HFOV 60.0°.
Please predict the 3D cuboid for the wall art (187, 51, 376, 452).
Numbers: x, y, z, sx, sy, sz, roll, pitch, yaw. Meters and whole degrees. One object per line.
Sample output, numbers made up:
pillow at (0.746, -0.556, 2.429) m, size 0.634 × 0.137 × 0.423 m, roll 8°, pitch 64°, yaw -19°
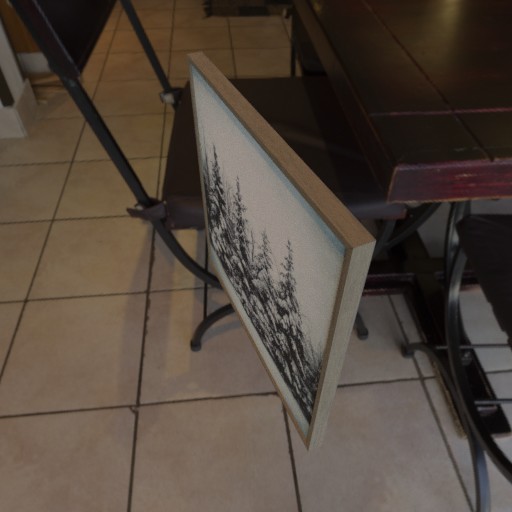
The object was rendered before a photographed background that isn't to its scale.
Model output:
wall art at (0.000, 0.000, 1.146) m, size 0.039 × 0.758 × 0.758 m, roll -18°, pitch 48°, yaw -17°
